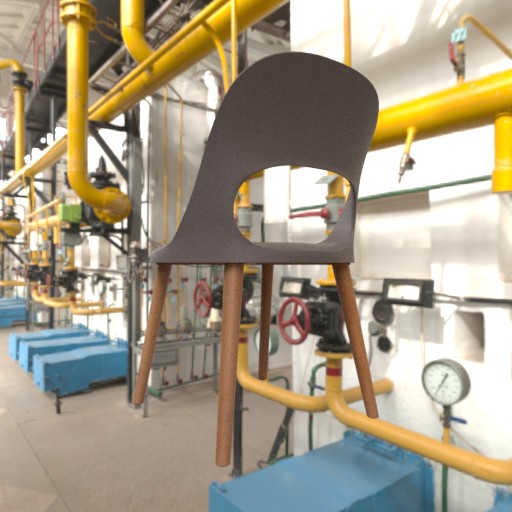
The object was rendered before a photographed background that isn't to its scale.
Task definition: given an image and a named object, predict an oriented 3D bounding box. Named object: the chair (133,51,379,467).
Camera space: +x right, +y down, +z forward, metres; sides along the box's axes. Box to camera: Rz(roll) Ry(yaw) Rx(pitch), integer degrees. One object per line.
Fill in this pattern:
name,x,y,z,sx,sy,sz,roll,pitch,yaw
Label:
chair,0.000,0.000,1.121,0.470,0.794,0.556,1,-1,-36
